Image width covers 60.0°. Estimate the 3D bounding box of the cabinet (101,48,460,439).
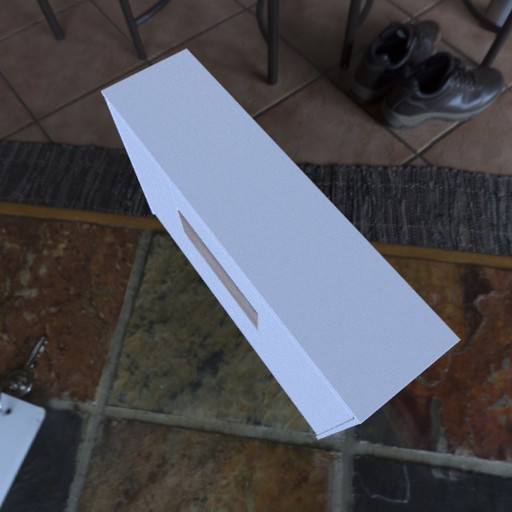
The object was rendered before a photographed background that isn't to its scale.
[{"bbox_3d":[0.000,0.000,1.868,0.380,0.900,1.450,-34,69,-14],"label":"cabinet"}]
